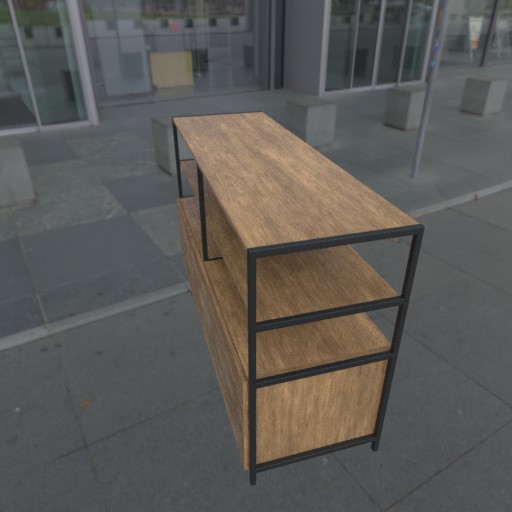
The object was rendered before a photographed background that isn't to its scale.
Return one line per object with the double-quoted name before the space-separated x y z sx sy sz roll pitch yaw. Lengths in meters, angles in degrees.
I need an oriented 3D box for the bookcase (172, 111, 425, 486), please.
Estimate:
"bookcase" 0.000 0.000 1.518 0.391 0.712 1.149 -8 31 -14
